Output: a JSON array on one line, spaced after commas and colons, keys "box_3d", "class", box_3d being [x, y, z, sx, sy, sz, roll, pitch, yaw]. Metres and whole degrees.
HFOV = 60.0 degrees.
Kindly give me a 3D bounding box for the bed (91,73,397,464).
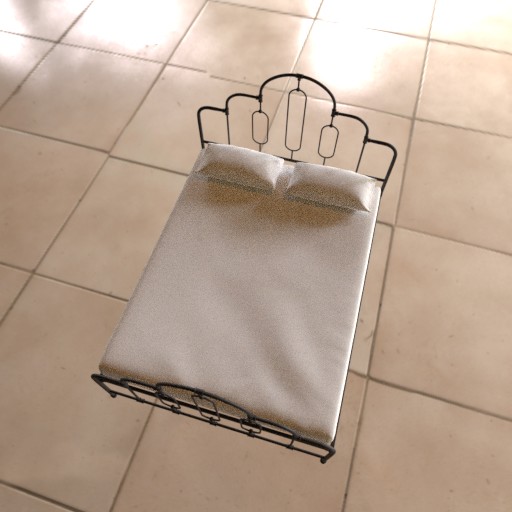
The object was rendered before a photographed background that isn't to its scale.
[{"box_3d": [0.000, 0.000, 3.119, 1.640, 1.429, 2.163, 14, 60, 8], "class": "bed"}]
